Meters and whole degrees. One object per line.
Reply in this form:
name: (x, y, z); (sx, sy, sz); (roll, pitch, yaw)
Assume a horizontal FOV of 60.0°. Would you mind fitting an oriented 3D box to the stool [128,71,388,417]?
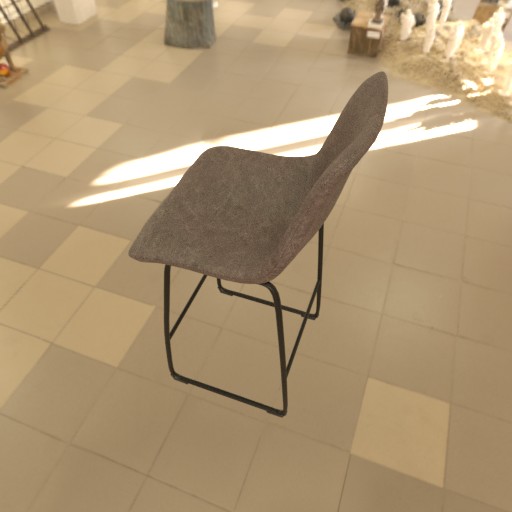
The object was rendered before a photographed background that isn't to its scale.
stool: (0.000, 0.000, 1.357); (0.561, 1.082, 0.514); (15, 49, 13)
